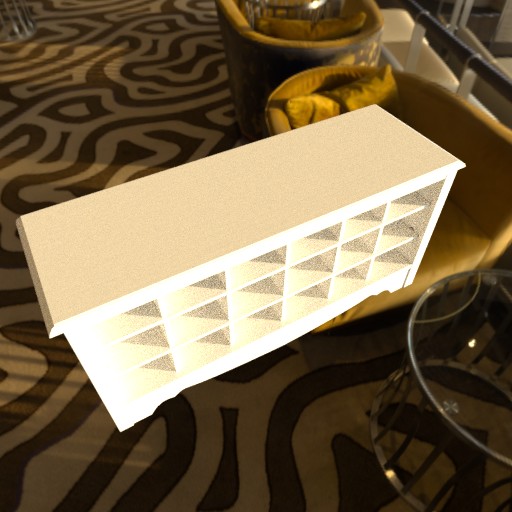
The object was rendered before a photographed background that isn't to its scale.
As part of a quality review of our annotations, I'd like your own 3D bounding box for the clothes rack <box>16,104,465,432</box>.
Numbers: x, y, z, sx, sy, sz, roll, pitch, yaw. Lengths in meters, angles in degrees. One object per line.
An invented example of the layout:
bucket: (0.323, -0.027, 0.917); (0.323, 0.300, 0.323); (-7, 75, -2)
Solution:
clothes rack: (0.000, 0.000, 1.438); (1.218, 0.558, 0.405); (-23, 51, -20)
